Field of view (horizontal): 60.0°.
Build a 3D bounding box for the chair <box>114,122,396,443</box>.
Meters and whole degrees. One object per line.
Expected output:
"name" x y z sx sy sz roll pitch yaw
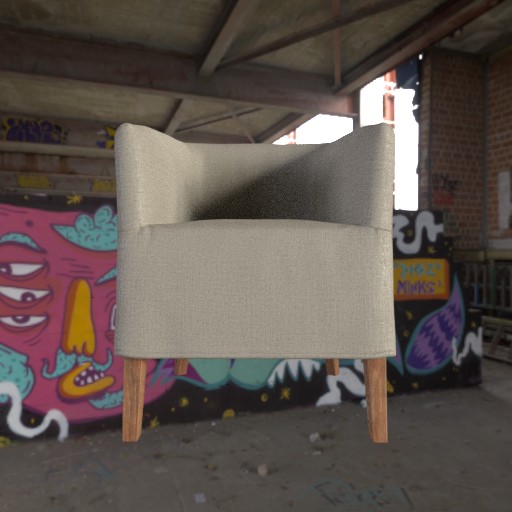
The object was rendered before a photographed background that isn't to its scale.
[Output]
"chair" 0.000 0.000 1.234 0.600 0.771 0.668 0 0 1
